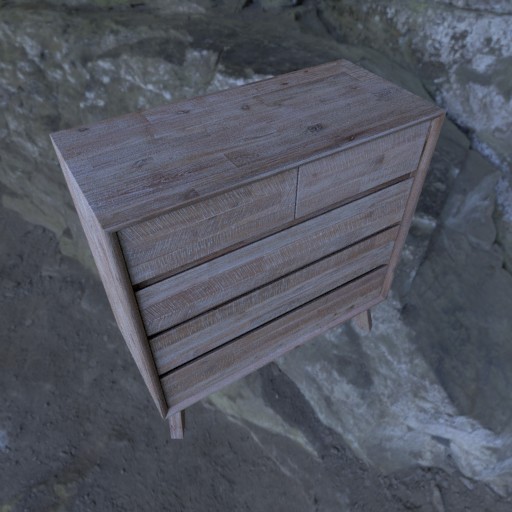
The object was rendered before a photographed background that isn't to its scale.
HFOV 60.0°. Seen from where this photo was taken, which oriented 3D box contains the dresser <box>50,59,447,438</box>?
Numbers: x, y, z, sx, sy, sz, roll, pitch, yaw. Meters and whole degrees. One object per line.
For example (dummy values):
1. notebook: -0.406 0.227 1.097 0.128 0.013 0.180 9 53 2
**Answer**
1. dresser: 0.000 0.000 1.573 0.998 1.029 0.455 -23 49 -22
